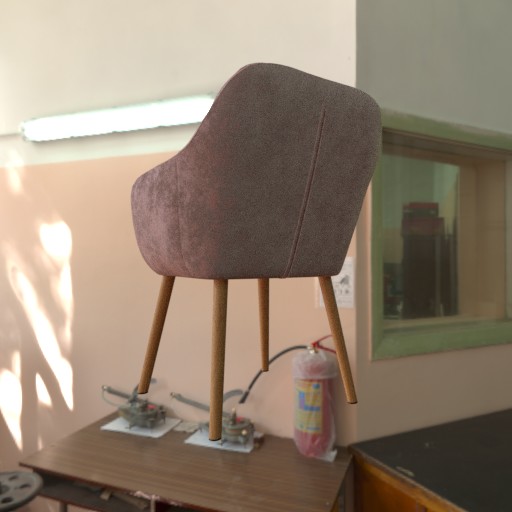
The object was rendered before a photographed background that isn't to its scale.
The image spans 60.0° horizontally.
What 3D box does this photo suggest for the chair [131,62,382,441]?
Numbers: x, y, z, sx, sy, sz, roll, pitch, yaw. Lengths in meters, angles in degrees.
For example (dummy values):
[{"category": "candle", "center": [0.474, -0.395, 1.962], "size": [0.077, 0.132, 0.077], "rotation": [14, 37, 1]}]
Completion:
[{"category": "chair", "center": [0.000, 0.000, 1.259], "size": [0.610, 0.832, 0.570], "rotation": [0, -1, -35]}]
